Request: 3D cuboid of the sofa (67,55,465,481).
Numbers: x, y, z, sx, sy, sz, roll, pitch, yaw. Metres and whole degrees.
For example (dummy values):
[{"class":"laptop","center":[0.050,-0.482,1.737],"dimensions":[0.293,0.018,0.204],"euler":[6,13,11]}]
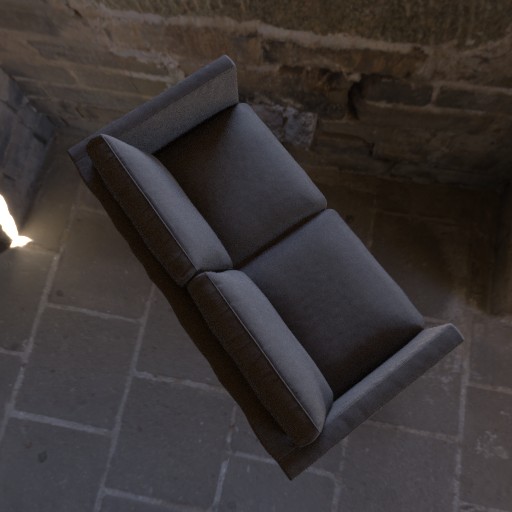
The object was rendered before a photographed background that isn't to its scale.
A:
[{"class":"sofa","center":[0.000,0.000,2.263],"dimensions":[0.974,0.854,1.802],"euler":[-35,77,-9]}]
